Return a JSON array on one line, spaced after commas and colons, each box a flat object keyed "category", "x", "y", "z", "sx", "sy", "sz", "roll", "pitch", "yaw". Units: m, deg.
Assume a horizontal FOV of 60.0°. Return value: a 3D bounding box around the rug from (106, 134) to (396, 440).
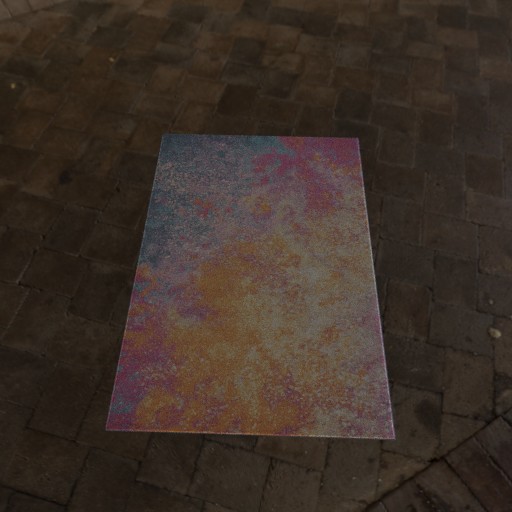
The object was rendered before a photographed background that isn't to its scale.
[{"category": "rug", "x": 0.000, "y": 0.000, "z": 3.804, "sx": 2.007, "sy": 0.013, "sz": 2.896, "roll": 1, "pitch": 59, "yaw": 1}]
